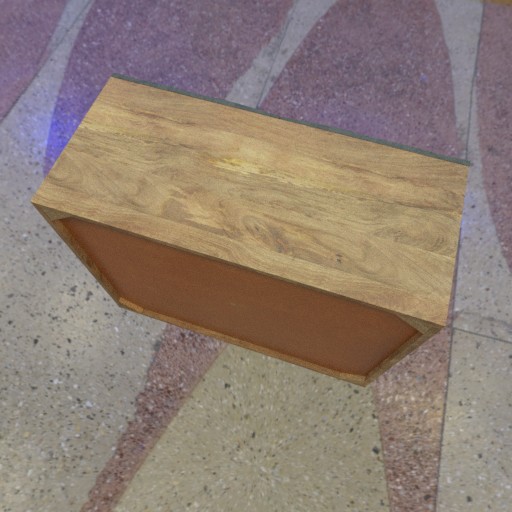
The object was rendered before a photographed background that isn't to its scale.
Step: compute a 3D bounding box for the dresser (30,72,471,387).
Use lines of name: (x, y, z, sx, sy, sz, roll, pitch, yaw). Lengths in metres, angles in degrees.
dresser: (0.000, 0.000, 1.435, 0.967, 0.847, 0.446, 17, 66, 8)
